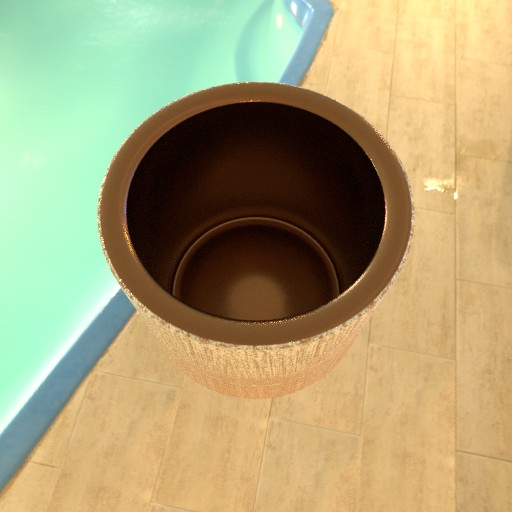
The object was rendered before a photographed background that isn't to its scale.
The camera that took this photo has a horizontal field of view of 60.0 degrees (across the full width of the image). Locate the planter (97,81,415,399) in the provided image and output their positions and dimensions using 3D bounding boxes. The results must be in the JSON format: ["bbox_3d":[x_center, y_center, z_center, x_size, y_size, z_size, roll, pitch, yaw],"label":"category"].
[{"bbox_3d":[0.000,0.000,0.192,0.109,0.096,0.109,0,64,0],"label":"planter"}]
